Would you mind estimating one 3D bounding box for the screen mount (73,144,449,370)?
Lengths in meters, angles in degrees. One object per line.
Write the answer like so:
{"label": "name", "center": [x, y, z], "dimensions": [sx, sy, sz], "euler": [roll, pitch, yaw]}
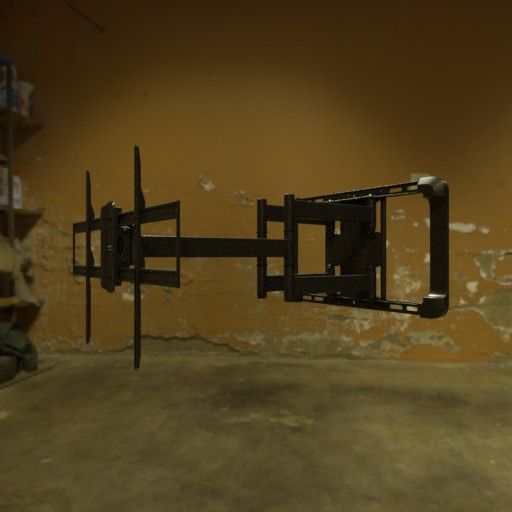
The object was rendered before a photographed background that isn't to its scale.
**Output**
{"label": "screen mount", "center": [0.000, 0.000, 1.345], "dimensions": [0.905, 0.483, 0.725], "euler": [0, 0, -37]}
